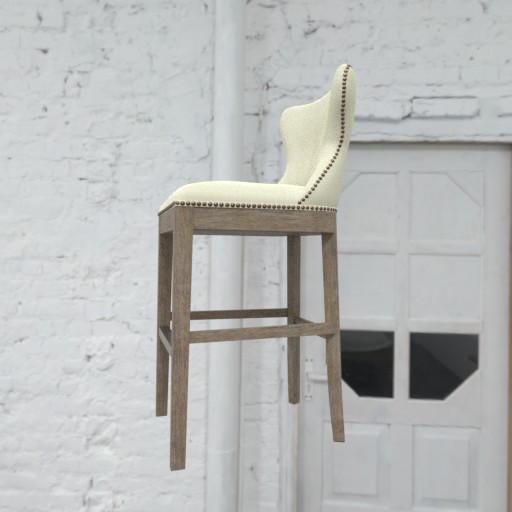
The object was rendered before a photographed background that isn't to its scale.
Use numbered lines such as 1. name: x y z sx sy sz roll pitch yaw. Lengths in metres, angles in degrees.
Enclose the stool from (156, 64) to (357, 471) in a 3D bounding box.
1. stool: 0.000 0.000 1.444 0.606 1.123 0.494 0 1 -18
